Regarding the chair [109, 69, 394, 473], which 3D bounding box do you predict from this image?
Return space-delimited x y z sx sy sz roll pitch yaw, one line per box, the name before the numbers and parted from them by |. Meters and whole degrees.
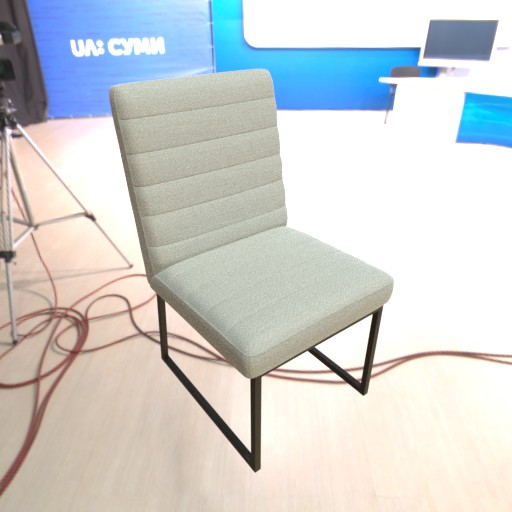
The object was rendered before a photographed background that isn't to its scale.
chair | 0.000 0.000 1.297 0.520 0.930 0.634 -21 37 -31
